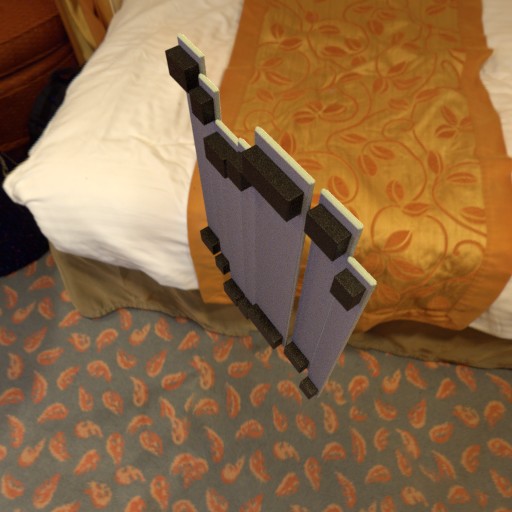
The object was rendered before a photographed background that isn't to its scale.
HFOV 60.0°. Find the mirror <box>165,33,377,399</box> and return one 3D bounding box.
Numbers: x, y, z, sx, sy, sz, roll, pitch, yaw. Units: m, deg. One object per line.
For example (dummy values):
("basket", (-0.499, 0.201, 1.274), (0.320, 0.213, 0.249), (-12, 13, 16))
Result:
("mirror", (0.000, 0.000, 0.790), (0.058, 0.611, 0.445), (-32, 64, -18))
